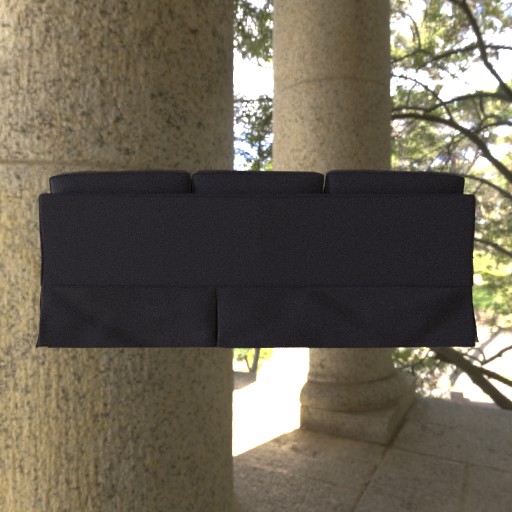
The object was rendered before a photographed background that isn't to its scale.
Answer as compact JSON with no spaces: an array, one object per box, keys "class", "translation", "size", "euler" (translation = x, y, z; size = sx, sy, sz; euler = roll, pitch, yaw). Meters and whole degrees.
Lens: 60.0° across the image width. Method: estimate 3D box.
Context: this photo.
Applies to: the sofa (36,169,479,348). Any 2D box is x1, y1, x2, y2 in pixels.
[{"class":"sofa","translation":[0.000,0.000,3.285],"size":[2.518,1.039,1.637],"euler":[0,0,-1]}]
